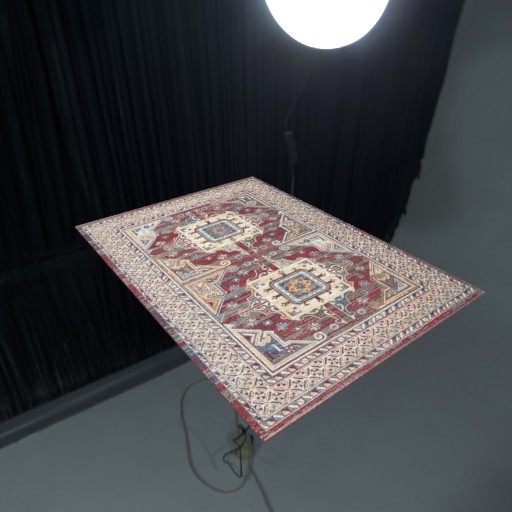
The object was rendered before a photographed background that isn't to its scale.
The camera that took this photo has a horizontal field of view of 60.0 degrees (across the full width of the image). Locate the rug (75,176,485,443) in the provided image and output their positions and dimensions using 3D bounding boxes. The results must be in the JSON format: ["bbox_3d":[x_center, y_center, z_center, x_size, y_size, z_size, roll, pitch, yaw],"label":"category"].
[{"bbox_3d":[0.000,0.000,2.861,1.599,0.011,2.210,-22,38,-31],"label":"rug"}]
